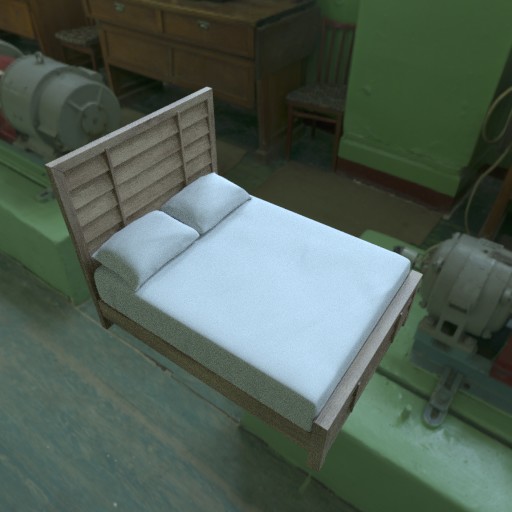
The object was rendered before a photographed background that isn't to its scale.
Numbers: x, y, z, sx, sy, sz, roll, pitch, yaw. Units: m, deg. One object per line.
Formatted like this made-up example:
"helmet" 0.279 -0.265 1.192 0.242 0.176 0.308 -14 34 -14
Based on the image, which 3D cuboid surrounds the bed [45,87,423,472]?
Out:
"bed" 0.000 0.000 3.416 2.197 1.626 1.626 25 47 26
